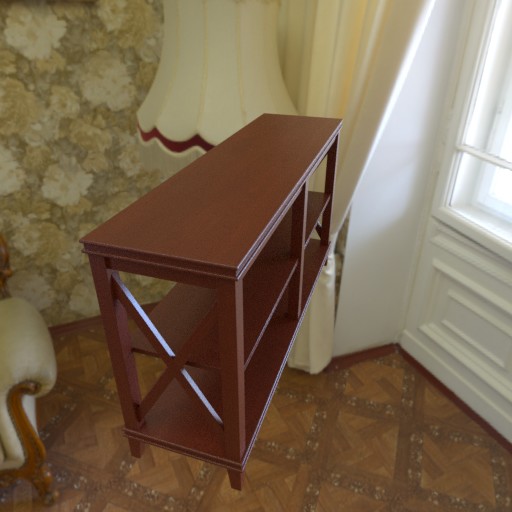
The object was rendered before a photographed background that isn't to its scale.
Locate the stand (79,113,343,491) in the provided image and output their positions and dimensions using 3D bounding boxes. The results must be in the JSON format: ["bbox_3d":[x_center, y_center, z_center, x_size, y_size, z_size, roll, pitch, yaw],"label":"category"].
[{"bbox_3d":[0.000,0.000,1.694,0.381,0.762,1.372,9,31,16],"label":"stand"}]
